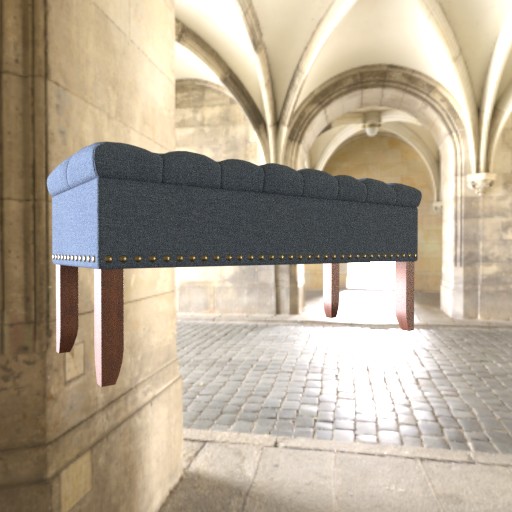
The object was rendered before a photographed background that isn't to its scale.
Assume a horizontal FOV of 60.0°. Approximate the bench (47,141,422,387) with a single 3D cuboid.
[{"bbox_3d":[0.000,0.000,1.298,1.052,0.492,0.417,-1,1,-36],"label":"bench"}]
